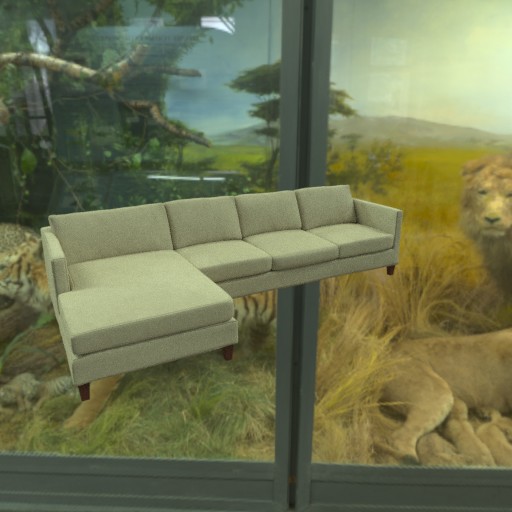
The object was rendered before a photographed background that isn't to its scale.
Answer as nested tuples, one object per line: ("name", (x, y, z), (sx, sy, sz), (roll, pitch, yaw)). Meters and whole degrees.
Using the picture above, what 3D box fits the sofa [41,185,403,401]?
("sofa", (0.000, 0.000, 3.775), (3.186, 0.846, 1.625), (-10, 20, -27))
